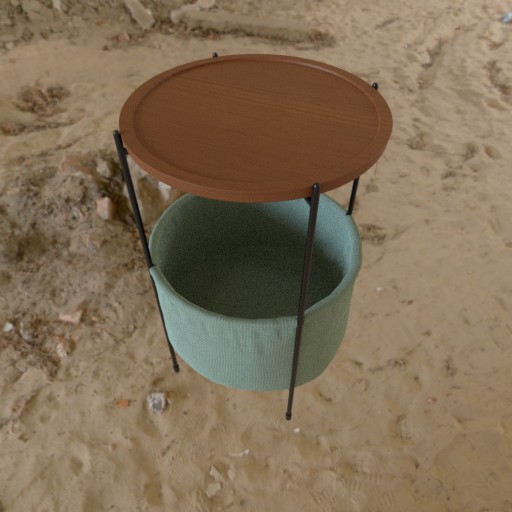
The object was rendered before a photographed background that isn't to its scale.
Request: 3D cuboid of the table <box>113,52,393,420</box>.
[{"bbox_3d":[0.000,0.000,0.859,0.400,0.623,0.400,18,49,17],"label":"table"}]
